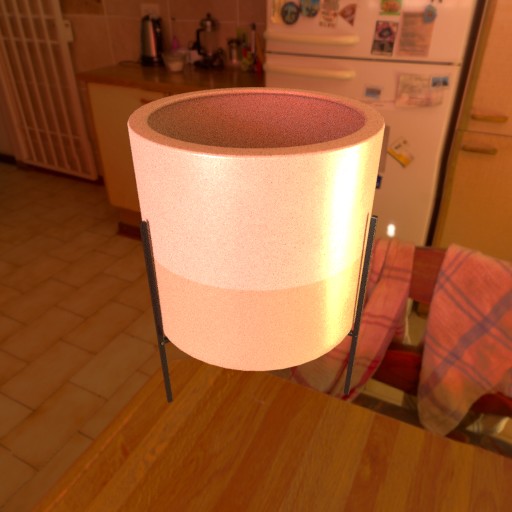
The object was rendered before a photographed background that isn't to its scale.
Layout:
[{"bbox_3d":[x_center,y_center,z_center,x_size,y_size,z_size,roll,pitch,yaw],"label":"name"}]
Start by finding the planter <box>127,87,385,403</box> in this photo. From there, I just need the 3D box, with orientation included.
[{"bbox_3d":[0.000,0.000,0.760,0.359,0.484,0.368,-2,32,-3],"label":"planter"}]
